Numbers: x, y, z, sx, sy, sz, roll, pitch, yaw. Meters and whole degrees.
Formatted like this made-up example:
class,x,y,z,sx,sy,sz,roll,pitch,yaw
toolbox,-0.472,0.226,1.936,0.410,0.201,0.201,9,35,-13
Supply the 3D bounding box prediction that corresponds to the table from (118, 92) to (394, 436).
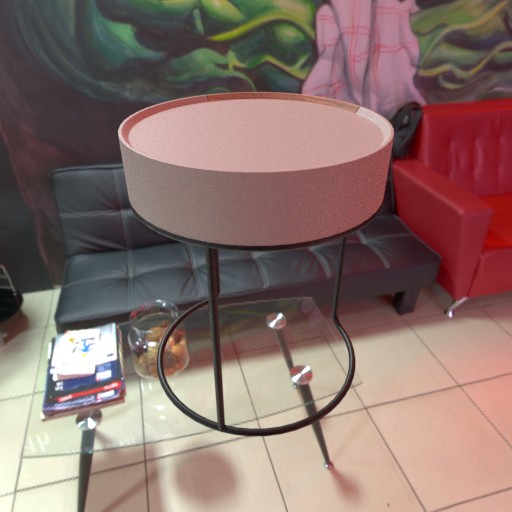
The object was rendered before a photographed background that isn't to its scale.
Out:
class,x,y,z,sx,sy,sz,roll,pitch,yaw
table,0.000,0.000,0.883,0.450,0.530,0.450,0,32,0
